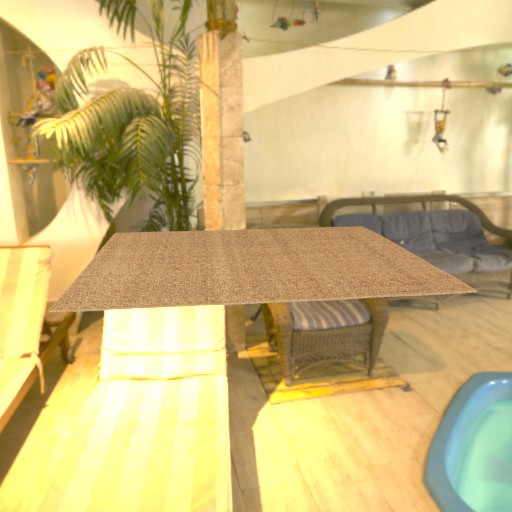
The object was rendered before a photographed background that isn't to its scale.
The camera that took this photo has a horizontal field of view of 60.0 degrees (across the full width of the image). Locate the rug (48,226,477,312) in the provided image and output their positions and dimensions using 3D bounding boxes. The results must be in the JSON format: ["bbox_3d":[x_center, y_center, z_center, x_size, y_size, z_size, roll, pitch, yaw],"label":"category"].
[{"bbox_3d":[0.000,0.000,4.225,3.048,0.013,2.439,-2,15,-7],"label":"rug"}]
